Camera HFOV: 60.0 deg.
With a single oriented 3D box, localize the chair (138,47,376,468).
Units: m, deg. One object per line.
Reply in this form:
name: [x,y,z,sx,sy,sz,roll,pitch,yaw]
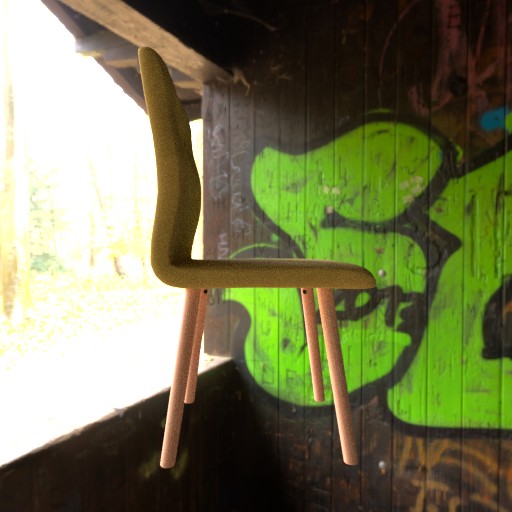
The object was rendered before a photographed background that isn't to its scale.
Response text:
chair: [0.000,0.000,1.238,0.550,0.965,0.450,0,1,-2]
